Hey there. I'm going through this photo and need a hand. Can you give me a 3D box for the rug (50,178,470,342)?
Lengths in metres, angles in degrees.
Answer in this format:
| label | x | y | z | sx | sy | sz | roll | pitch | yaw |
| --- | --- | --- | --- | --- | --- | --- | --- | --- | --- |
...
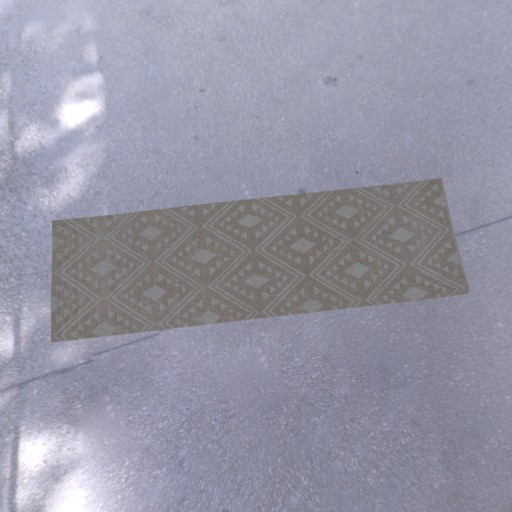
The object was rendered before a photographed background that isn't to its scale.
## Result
| label | x | y | z | sx | sy | sz | roll | pitch | yaw |
| --- | --- | --- | --- | --- | --- | --- | --- | --- | --- |
| rug | 0.000 | 0.000 | 2.671 | 2.452 | 0.051 | 0.752 | -6 | 74 | -2 |
